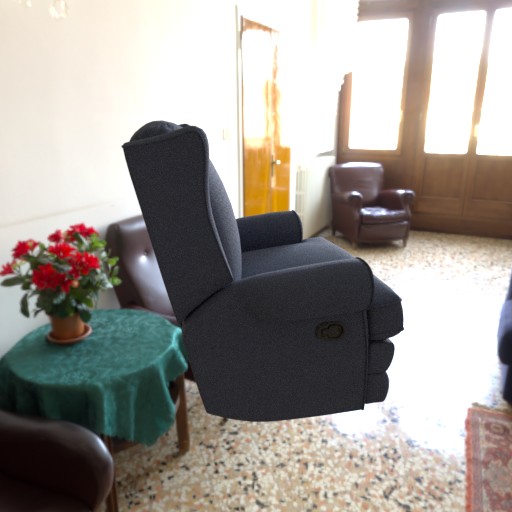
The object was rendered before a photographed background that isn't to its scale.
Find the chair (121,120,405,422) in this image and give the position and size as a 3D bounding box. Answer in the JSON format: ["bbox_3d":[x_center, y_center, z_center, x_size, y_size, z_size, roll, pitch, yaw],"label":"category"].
[{"bbox_3d":[0.000,0.000,1.743,0.877,1.020,0.971,-3,17,-10],"label":"chair"}]
